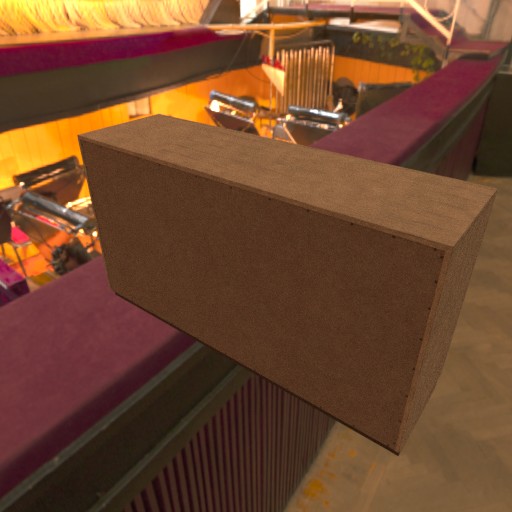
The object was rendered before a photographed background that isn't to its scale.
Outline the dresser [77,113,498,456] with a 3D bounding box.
[{"bbox_3d":[0.000,0.000,1.939,1.628,0.889,0.483,22,38,31],"label":"dresser"}]
